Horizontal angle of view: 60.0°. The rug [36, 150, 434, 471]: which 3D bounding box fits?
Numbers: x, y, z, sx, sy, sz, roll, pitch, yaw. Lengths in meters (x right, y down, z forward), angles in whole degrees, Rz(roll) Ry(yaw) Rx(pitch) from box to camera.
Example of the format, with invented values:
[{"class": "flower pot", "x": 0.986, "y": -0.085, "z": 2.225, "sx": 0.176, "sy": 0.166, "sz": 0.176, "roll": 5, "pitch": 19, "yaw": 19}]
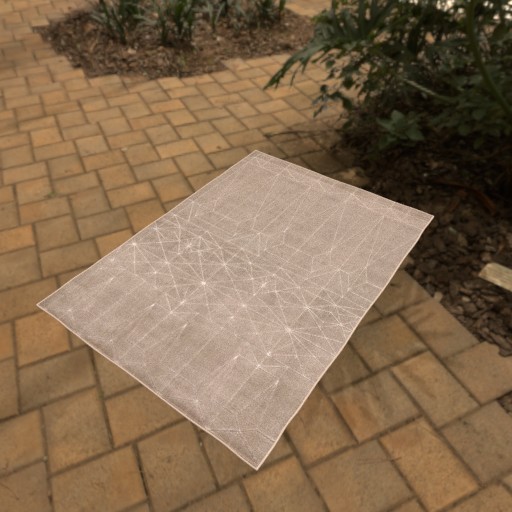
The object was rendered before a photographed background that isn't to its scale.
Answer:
[{"class": "rug", "x": 0.000, "y": 0.000, "z": 4.429, "sx": 2.449, "sy": 0.019, "sz": 3.357, "roll": 26, "pitch": 49, "yaw": 25}]
